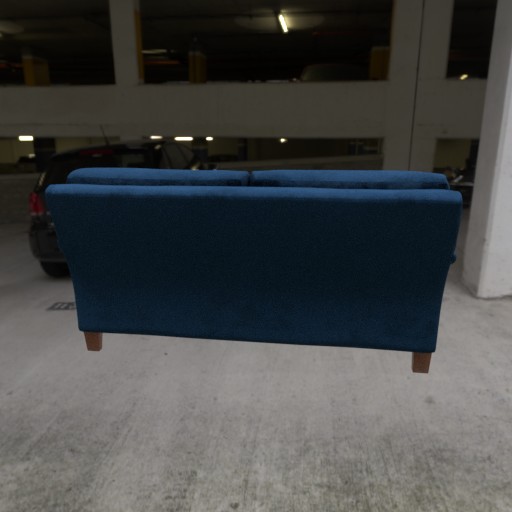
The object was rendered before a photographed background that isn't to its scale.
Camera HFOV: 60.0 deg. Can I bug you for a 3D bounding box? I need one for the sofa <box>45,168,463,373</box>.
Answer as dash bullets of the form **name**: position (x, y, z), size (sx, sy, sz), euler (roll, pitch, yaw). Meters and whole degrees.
- **sofa**: position (0.000, 0.000, 2.758), size (2.141, 1.101, 1.084), euler (2, 15, 7)
